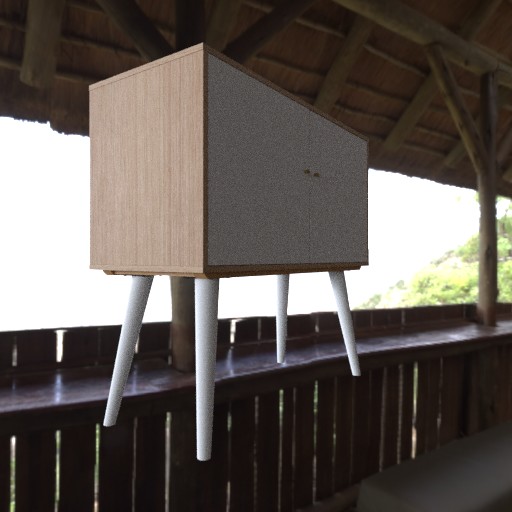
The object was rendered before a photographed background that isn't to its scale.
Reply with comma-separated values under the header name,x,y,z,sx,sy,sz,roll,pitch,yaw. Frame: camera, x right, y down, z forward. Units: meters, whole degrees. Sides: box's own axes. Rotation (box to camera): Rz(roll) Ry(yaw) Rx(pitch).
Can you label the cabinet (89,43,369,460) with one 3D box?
name,x,y,z,sx,sy,sz,roll,pitch,yaw
cabinet,0.000,0.000,1.615,0.470,1.016,1.057,0,0,36
